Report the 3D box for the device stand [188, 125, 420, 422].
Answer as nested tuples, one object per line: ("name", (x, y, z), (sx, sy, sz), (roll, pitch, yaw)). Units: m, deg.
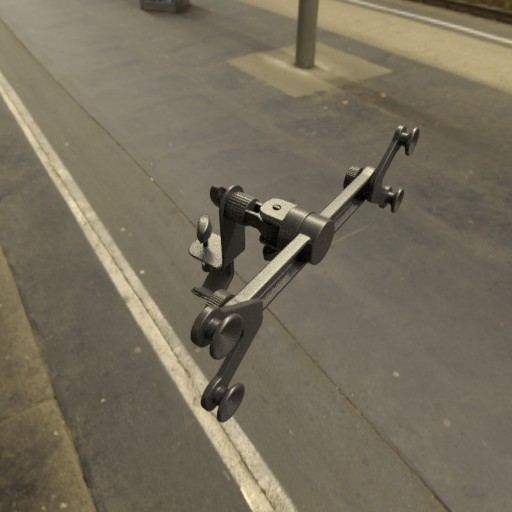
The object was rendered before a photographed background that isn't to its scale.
("device stand", (0.000, 0.000, 0.363), (0.142, 0.166, 0.270), (25, 46, 26))
